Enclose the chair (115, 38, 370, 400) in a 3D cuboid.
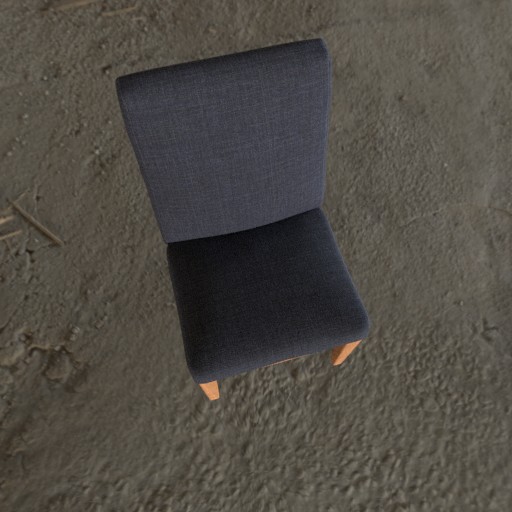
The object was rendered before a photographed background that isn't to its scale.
[{"bbox_3d":[0.000,0.000,1.253,0.507,0.911,0.586,-14,65,-7],"label":"chair"}]
